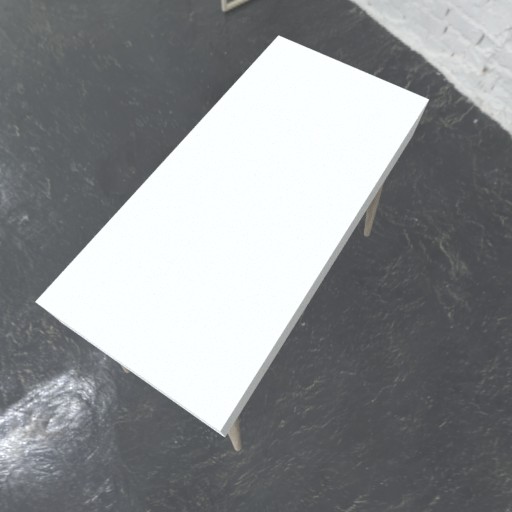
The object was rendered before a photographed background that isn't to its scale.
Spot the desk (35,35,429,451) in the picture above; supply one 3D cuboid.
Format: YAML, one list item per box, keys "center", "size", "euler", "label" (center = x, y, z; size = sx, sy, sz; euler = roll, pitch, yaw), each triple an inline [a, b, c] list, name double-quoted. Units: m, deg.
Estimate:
- center: [0.000, 0.000, 1.377]
  size: [0.491, 0.723, 0.979]
  euler: [30, 67, 14]
  label: "desk"
